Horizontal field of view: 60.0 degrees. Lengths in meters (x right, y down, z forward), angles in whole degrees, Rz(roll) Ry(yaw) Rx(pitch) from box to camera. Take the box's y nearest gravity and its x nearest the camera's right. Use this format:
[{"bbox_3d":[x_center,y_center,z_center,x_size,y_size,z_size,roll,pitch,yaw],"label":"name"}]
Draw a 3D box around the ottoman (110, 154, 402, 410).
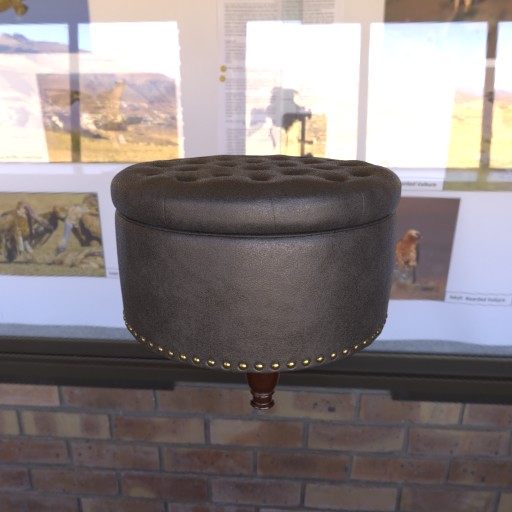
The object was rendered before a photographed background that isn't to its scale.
[{"bbox_3d":[0.000,0.000,1.068,0.637,0.442,0.637,0,18,0],"label":"ottoman"}]
